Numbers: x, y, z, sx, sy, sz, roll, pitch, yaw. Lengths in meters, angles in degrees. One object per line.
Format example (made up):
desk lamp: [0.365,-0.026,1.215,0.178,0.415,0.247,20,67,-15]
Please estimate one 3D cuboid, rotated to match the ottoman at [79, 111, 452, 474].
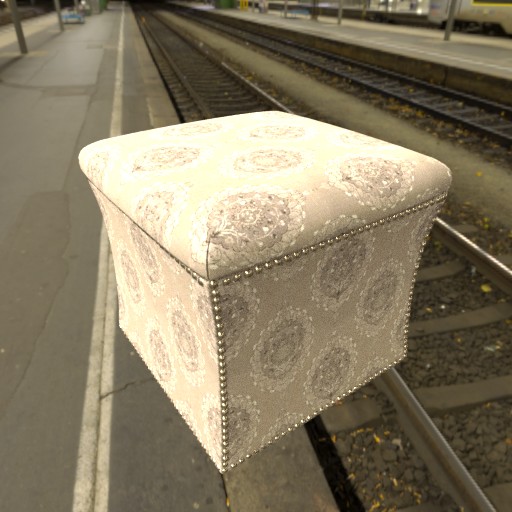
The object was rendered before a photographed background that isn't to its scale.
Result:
ottoman: [0.000,0.000,0.892,0.507,0.473,0.497,-20,36,-30]
